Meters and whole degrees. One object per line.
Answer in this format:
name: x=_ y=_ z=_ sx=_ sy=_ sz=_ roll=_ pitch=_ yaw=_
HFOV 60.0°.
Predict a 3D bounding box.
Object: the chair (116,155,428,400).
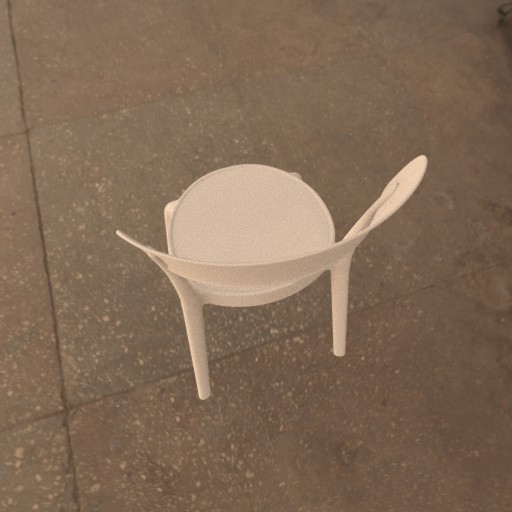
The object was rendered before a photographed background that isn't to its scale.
chair: x=0.000 y=0.000 z=1.073 sx=0.506 sy=0.790 sz=0.491 roll=-15 pitch=60 yaw=-9
